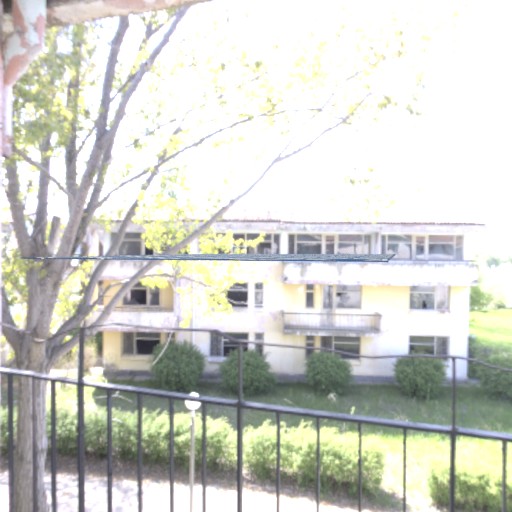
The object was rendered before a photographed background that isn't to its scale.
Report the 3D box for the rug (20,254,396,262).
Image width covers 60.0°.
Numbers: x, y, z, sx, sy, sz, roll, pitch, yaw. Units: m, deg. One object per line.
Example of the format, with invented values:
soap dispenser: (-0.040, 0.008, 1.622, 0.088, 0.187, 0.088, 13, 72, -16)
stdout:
rug: (0.000, 0.000, 3.840, 2.277, 0.020, 2.867, 0, 1, 18)
